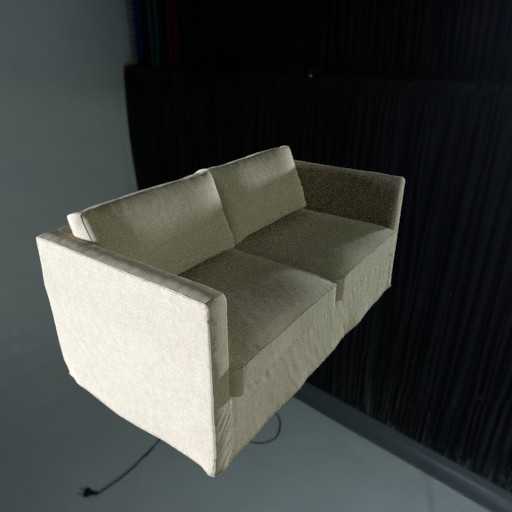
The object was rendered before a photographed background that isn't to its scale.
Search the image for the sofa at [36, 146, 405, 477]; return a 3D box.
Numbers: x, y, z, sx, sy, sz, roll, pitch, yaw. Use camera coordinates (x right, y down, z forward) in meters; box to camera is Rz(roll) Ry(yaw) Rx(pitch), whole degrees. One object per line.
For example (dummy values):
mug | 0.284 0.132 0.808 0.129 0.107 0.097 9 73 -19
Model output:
sofa | 0.000 0.000 2.275 0.956 0.828 1.766 17 30 32
